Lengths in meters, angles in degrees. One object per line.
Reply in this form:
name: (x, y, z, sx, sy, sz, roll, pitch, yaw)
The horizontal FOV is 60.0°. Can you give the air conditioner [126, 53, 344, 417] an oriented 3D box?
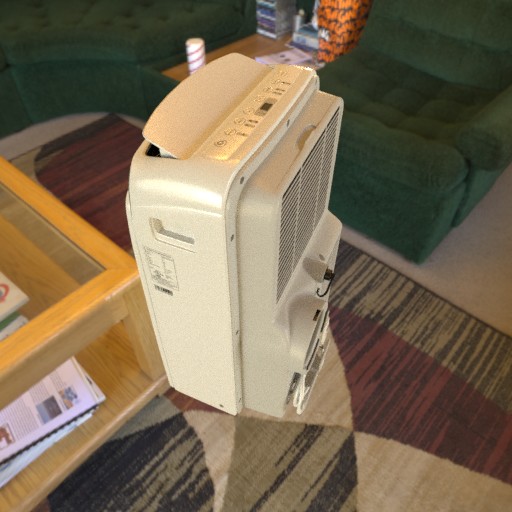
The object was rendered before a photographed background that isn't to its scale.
air conditioner: (0.000, 0.000, 1.038, 0.414, 0.786, 0.449, 18, 49, 16)
